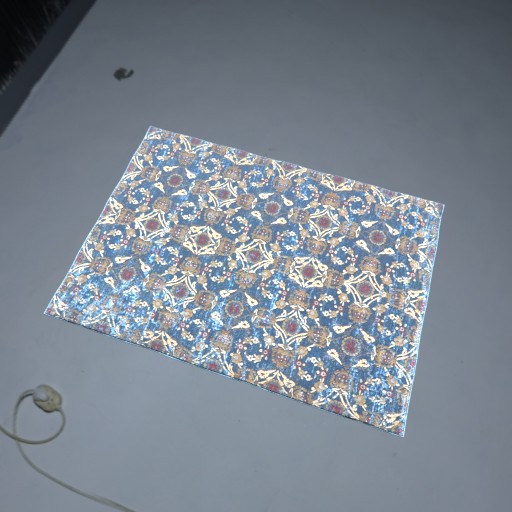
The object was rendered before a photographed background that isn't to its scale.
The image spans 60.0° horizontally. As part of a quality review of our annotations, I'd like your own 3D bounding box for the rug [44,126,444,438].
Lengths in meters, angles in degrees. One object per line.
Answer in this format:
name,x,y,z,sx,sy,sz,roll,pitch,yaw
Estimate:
rug,0.000,0.000,2.873,2.207,0.014,1.567,17,65,8
